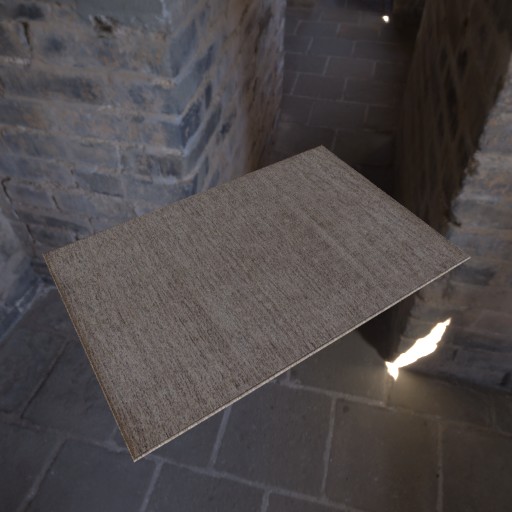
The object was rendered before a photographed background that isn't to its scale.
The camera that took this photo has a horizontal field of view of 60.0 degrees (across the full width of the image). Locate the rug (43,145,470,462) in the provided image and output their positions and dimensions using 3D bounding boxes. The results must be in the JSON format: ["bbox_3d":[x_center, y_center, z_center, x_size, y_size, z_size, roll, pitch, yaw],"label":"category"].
[{"bbox_3d":[0.000,0.000,2.264,1.822,0.018,1.211,-26,52,-22],"label":"rug"}]
